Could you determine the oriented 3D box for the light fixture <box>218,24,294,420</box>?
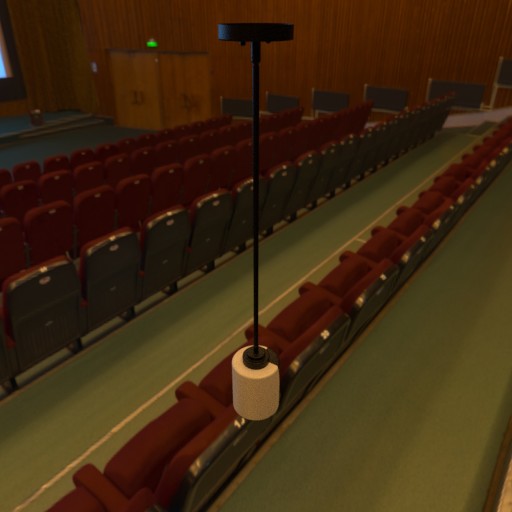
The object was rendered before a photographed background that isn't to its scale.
[{"bbox_3d":[0.000,0.000,0.930,0.123,0.863,0.123,20,35,31],"label":"light fixture"}]
